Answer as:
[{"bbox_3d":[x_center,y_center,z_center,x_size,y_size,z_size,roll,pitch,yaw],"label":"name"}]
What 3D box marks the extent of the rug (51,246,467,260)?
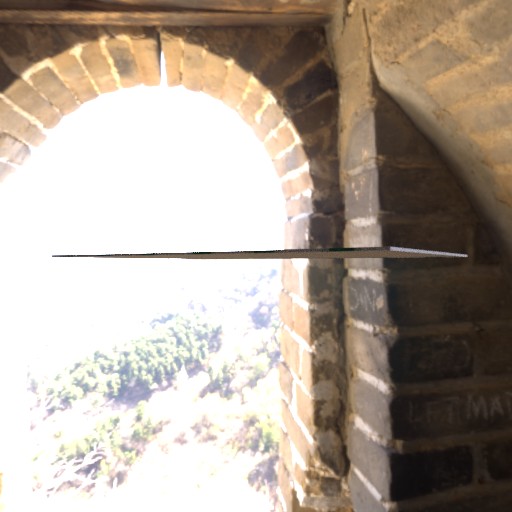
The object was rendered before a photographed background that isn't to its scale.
[{"bbox_3d":[0.000,0.000,2.330,1.829,0.012,1.210,-1,-2,35],"label":"rug"}]
